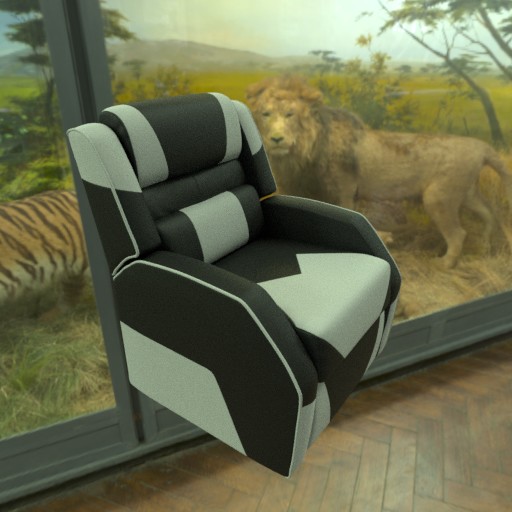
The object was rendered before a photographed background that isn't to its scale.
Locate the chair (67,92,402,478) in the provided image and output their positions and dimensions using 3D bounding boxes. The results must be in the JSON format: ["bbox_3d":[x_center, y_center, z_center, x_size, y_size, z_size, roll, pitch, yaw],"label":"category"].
[{"bbox_3d":[0.000,0.000,1.245,0.672,0.805,0.620,18,31,31],"label":"chair"}]
